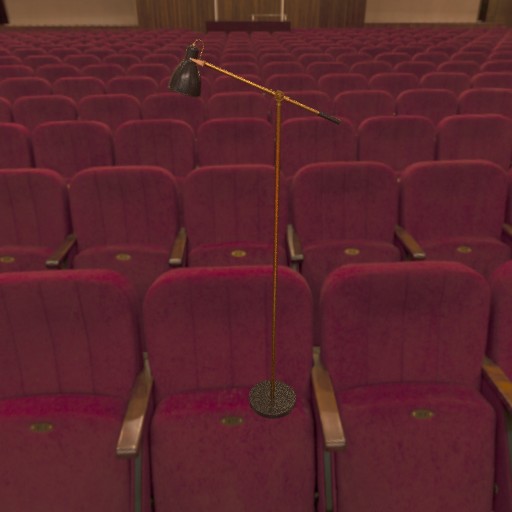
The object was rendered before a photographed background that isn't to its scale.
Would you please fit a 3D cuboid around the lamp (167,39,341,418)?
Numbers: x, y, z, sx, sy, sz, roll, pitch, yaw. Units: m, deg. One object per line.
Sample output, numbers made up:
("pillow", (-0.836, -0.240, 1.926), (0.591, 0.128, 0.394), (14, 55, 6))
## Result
("lamp", (0.000, 0.000, 1.855), (0.618, 1.628, 0.235), (-1, 27, -2))
